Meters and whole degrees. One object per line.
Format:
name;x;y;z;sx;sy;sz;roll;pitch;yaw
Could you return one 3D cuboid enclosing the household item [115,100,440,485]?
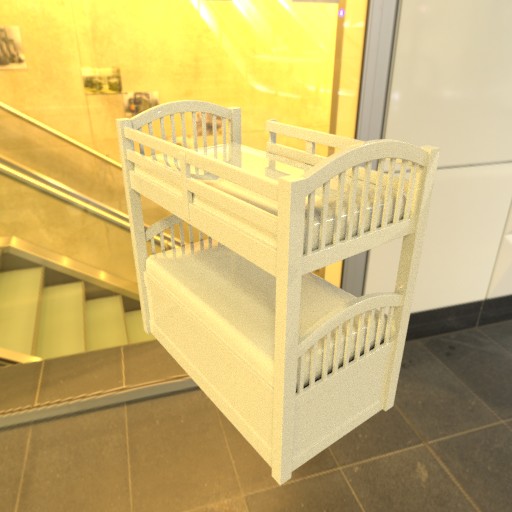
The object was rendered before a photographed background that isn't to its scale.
household item;0.000;0.000;3.330;1.143;2.032;2.032;-18;32;-32
